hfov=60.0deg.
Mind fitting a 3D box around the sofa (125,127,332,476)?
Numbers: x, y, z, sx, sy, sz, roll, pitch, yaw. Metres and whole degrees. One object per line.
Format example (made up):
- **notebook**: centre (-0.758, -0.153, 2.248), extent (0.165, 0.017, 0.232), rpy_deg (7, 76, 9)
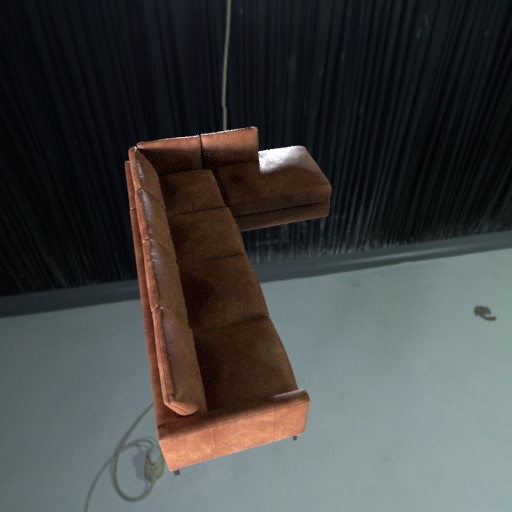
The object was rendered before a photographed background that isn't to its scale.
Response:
- **sofa**: centre (0.000, 0.000, 3.781), extent (1.938, 0.877, 2.984), rpy_deg (-11, 45, -11)
